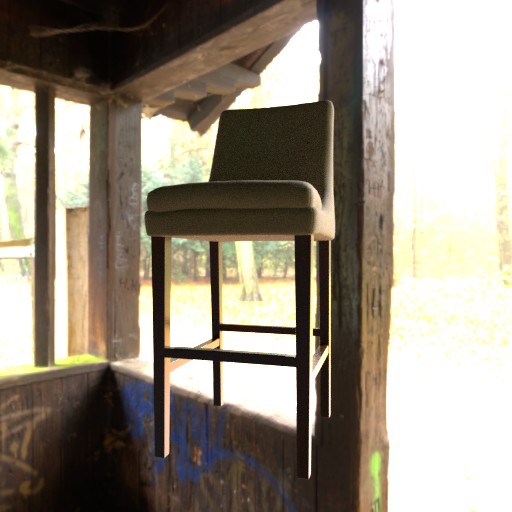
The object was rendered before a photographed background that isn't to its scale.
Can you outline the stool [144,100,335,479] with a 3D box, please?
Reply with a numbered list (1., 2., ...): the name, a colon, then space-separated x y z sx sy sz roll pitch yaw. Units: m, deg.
1. stool: 0.000 0.000 1.372 0.470 1.078 0.577 0 1 17
